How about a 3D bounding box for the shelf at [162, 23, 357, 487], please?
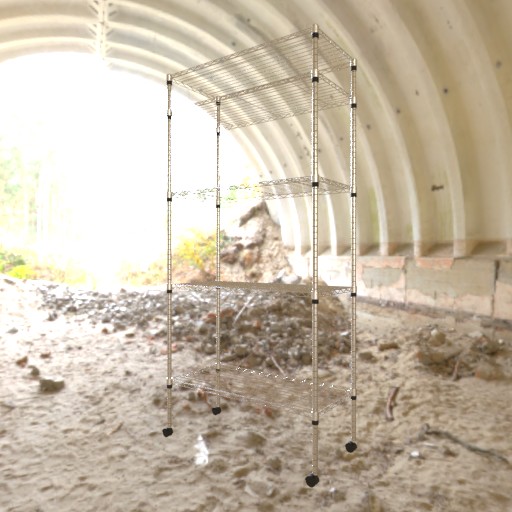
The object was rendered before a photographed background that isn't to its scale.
[{"bbox_3d":[0.000,0.000,1.872,0.762,1.587,0.356,0,0,36],"label":"shelf"}]
